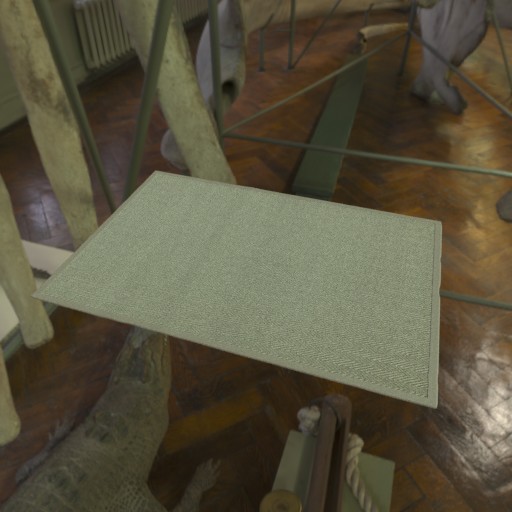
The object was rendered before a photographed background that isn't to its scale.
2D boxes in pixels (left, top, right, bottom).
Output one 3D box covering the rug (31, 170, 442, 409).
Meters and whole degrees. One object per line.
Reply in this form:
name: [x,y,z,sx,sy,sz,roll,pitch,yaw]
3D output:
rug: [0.000,0.000,2.888,2.290,0.021,1.540,12,42,14]
